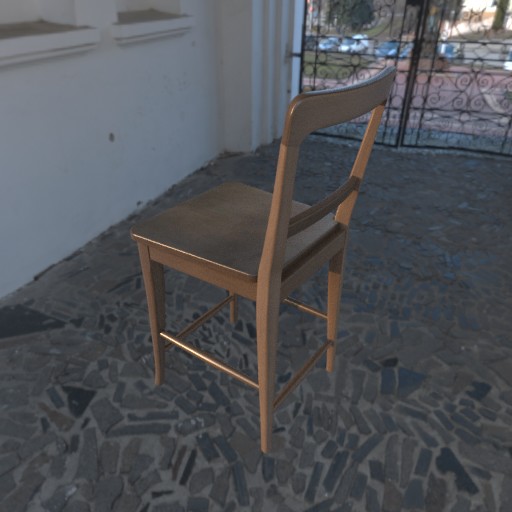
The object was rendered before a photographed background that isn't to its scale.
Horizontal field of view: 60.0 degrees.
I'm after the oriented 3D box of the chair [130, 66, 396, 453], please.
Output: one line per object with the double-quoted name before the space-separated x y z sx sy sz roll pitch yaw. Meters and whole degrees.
"chair" 0.000 0.000 1.248 0.546 0.991 0.450 21 37 30
